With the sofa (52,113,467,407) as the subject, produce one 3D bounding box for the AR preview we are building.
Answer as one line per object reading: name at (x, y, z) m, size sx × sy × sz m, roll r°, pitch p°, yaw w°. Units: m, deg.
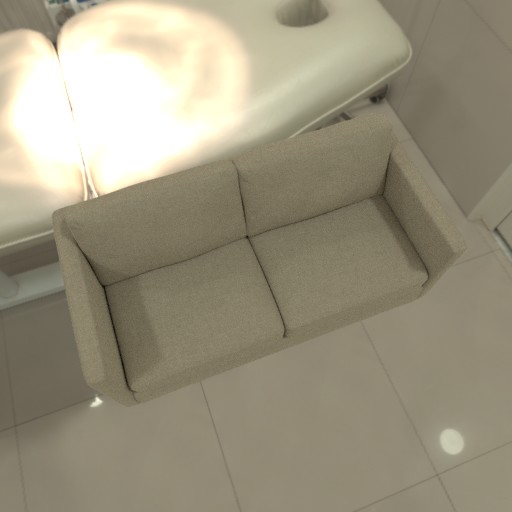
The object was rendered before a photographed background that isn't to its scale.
sofa at (0.000, 0.000, 2.424) m, size 1.884 × 0.947 × 0.951 m, roll -19°, pitch 65°, yaw -9°
